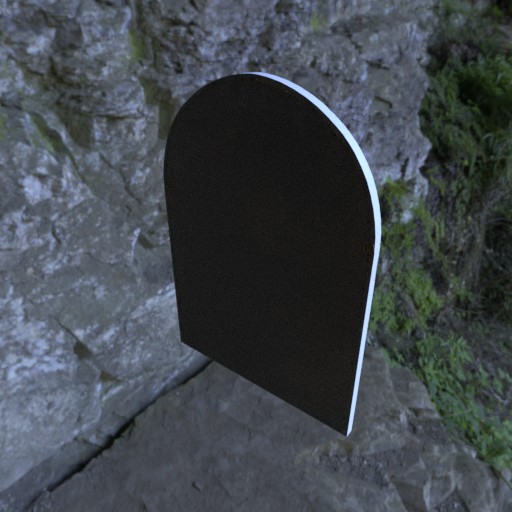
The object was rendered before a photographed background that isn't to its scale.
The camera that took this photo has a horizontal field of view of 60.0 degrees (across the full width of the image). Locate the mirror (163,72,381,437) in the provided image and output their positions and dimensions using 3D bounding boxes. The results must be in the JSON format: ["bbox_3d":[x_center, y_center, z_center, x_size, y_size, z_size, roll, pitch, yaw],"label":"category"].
[{"bbox_3d":[0.000,0.000,1.196,0.660,0.920,0.032,21,35,32],"label":"mirror"}]
